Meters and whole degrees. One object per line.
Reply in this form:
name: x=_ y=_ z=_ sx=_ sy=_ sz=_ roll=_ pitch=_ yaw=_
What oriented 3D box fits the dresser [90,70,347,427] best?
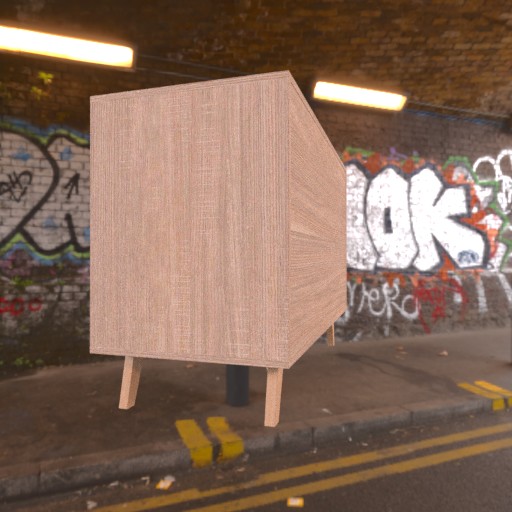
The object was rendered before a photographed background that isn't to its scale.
dresser: x=0.000 y=0.000 z=1.538 sx=0.500 sy=0.780 sz=1.110 roll=0 pitch=0 yaw=18
